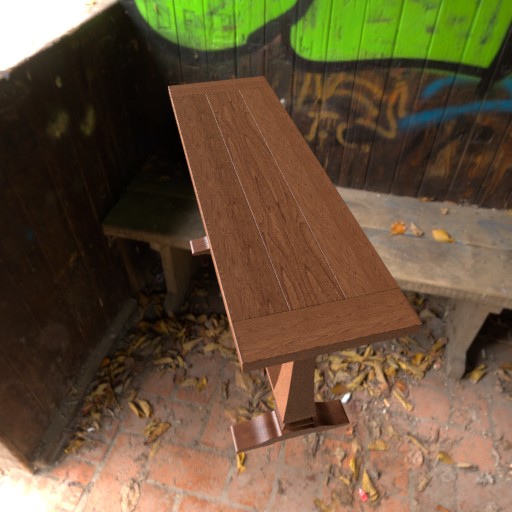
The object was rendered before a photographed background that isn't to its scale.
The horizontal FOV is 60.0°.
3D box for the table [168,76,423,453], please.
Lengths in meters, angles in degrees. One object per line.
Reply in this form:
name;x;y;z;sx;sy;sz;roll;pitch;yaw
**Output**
table;0.000;0.000;1.837;0.461;0.852;1.478;-10;46;-10
